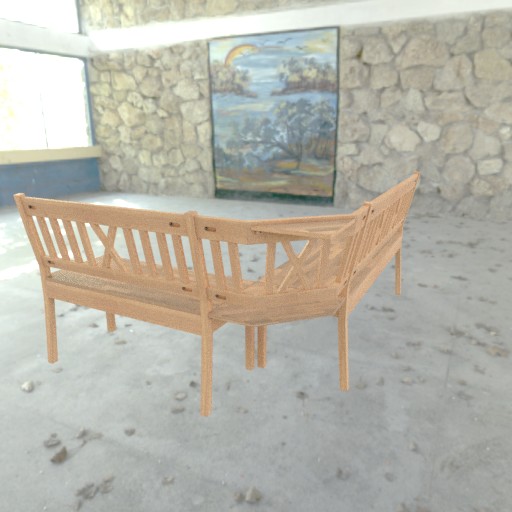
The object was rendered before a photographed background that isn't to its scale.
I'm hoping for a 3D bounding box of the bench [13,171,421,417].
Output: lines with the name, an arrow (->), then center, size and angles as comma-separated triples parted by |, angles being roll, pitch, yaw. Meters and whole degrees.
bench -> 0.000, 0.000, 2.671 | 1.537, 0.902, 1.937 | 8, 18, 26
